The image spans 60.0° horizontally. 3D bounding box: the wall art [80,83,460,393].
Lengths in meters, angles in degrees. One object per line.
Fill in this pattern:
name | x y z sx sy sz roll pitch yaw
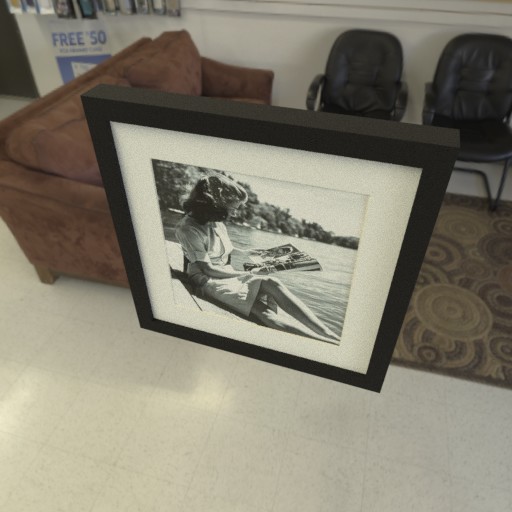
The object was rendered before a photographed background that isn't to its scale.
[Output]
wall art | 0.000 0.000 0.454 0.308 0.305 0.030 12 42 14
